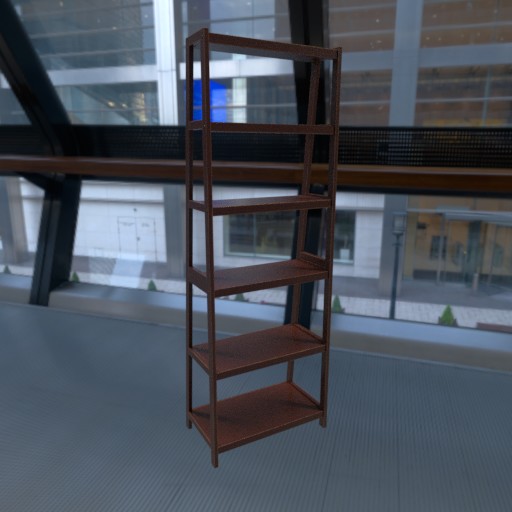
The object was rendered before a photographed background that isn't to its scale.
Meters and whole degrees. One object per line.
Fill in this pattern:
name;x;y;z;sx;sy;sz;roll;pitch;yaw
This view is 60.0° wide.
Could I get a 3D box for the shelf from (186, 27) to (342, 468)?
shelf;0.000;0.000;2.174;0.660;1.892;0.381;-7;15;-28
